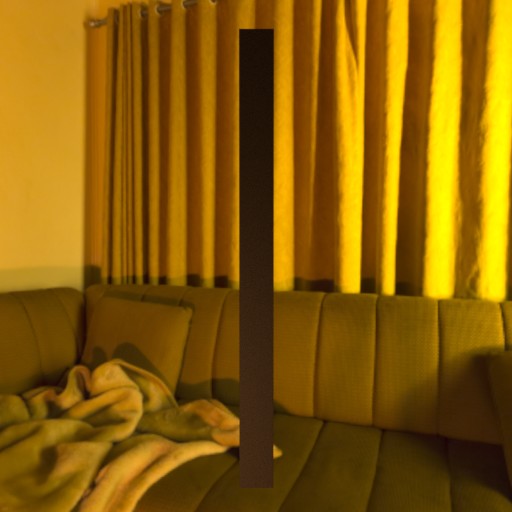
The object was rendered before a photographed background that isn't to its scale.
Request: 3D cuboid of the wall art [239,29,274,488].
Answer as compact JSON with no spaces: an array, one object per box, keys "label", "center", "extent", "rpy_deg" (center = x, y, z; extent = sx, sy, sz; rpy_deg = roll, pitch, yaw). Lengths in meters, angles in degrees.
[{"label":"wall art","center":[0.000,0.000,0.532],"extent":[0.029,0.381,0.330],"rpy_deg":[0,2,0]}]
